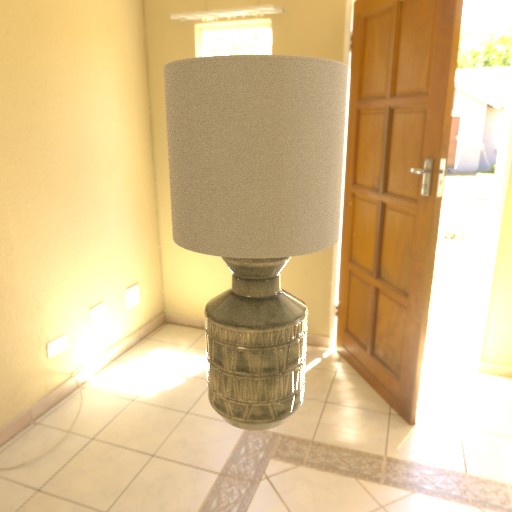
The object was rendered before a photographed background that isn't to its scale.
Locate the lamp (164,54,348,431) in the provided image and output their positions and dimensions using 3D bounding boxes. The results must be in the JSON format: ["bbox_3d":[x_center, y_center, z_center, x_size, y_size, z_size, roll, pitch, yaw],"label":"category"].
[{"bbox_3d":[0.000,0.000,0.580,0.211,0.455,0.211,3,16,10],"label":"lamp"}]
